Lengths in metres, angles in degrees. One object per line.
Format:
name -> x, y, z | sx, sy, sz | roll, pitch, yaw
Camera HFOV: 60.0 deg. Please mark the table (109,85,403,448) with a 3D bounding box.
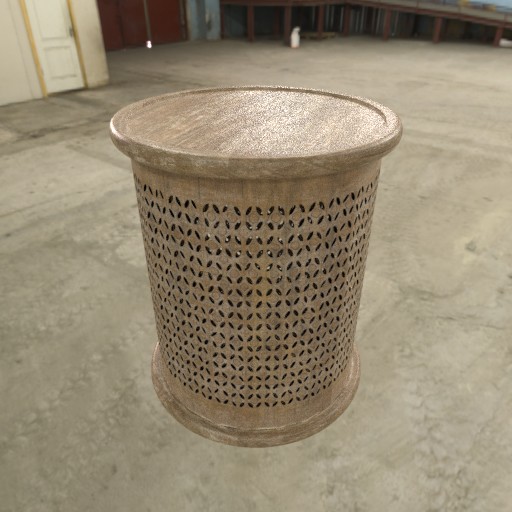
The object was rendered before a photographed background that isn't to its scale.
table -> 0.000, 0.000, 0.758 | 0.407, 0.482, 0.407 | 0, 31, 0
